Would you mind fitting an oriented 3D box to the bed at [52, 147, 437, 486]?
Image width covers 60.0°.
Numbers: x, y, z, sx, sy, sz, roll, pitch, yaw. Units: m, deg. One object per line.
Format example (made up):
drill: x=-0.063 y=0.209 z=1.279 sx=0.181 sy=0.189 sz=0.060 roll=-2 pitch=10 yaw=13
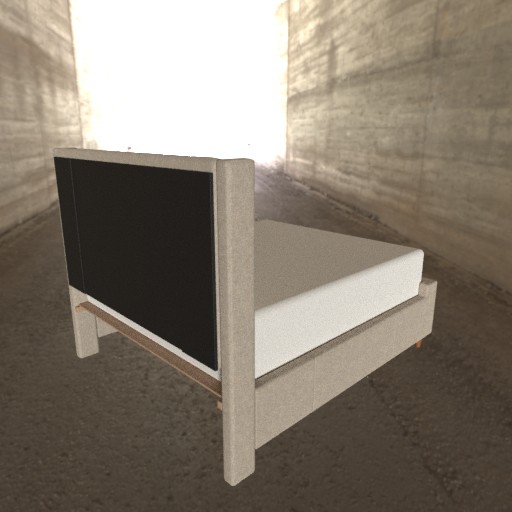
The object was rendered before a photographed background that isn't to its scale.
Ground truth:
bed: x=0.000 y=0.000 z=3.644 sx=2.370 sy=1.743 sz=2.045 roll=-15 pitch=21 yaw=-42
